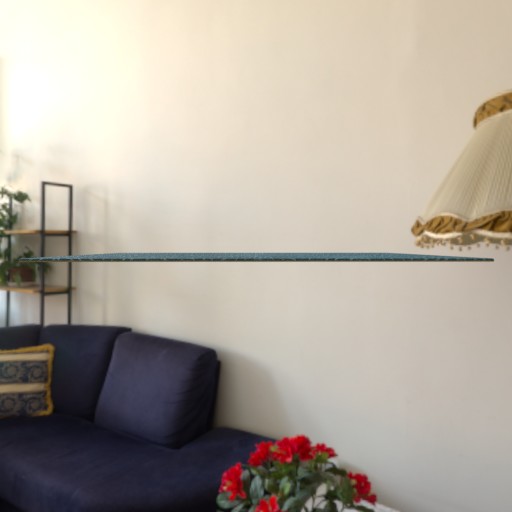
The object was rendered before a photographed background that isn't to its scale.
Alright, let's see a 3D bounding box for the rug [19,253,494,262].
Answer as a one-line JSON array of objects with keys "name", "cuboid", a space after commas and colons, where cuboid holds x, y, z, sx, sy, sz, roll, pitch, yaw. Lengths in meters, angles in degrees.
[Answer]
[{"name": "rug", "cuboid": [0.000, 0.000, 2.769, 2.144, 0.015, 1.543, 0, 1, -1]}]
